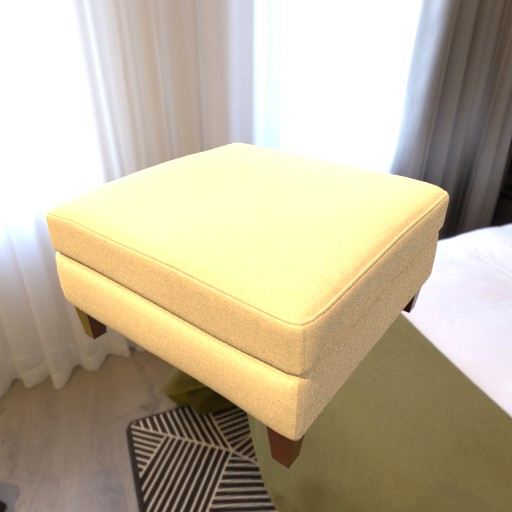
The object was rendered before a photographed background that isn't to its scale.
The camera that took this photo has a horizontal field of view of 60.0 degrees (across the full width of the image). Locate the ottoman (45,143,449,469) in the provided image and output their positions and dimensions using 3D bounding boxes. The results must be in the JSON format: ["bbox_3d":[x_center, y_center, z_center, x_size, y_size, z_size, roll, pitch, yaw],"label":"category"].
[{"bbox_3d":[0.000,0.000,1.327,0.838,0.478,0.838,21,36,32],"label":"ottoman"}]
